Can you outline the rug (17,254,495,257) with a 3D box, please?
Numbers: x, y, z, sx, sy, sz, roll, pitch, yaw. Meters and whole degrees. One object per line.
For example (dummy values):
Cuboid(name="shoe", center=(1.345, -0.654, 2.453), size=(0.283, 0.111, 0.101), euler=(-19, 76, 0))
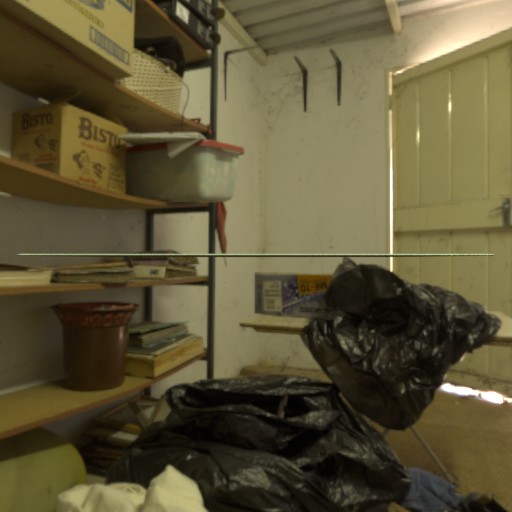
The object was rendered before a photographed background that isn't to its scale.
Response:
Cuboid(name="rug", center=(0.000, 0.000, 3.937), size=(2.980, 0.012, 2.363), euler=(0, 0, 0))
